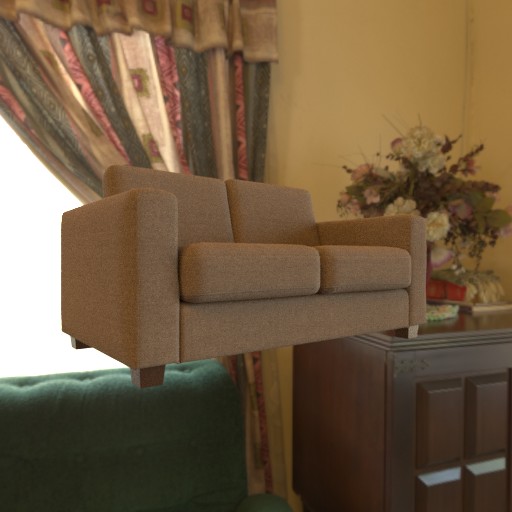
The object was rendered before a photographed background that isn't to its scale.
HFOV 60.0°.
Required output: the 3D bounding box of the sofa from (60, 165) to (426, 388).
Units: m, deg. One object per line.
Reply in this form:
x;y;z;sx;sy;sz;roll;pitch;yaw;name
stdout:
0.000;0.000;2.050;1.520;0.800;0.900;0;0;-37;sofa
